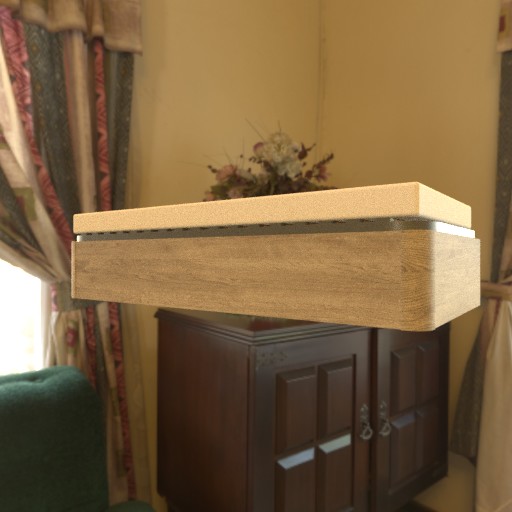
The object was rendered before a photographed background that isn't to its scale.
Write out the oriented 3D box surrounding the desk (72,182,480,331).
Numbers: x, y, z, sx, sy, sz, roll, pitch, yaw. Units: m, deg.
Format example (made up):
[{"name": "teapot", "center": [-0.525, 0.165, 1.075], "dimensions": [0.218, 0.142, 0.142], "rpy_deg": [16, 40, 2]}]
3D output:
[{"name": "desk", "center": [0.000, 0.000, 2.228], "dimensions": [1.900, 0.455, 0.900], "rpy_deg": [0, 0, 36]}]
